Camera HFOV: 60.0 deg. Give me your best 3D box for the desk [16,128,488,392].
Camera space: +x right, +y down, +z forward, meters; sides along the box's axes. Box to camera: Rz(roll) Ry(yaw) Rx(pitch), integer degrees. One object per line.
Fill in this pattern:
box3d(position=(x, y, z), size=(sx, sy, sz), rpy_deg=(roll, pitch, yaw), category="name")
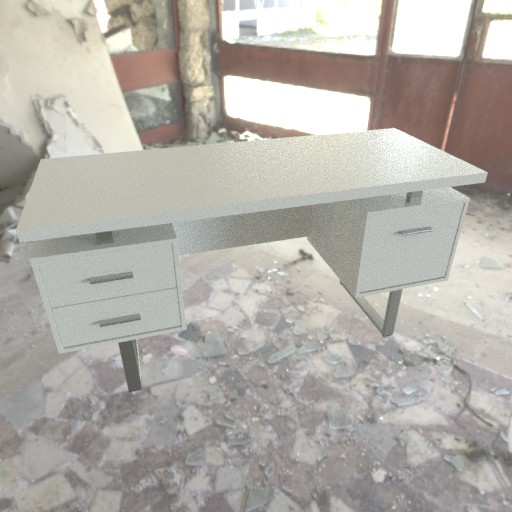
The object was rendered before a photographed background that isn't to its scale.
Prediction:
box3d(position=(0.000, 0.000, 1.821), size=(1.530, 0.773, 0.603), rpy_deg=(-9, 32, -14), category="desk")
